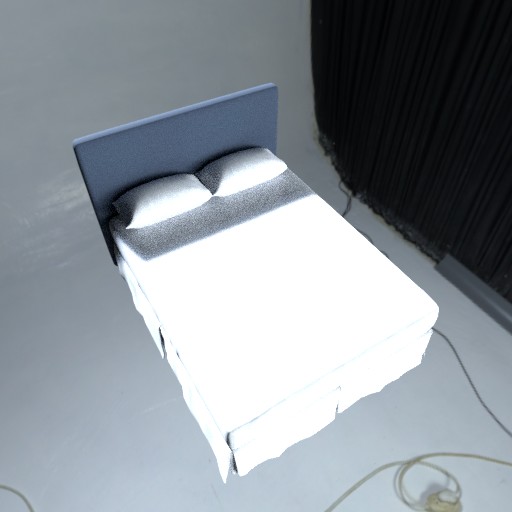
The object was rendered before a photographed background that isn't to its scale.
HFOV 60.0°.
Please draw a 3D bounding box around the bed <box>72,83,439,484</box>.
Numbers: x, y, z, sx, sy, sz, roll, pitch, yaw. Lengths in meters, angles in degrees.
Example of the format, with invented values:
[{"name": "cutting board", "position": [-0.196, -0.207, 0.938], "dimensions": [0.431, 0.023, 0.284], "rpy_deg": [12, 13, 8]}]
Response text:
[{"name": "bed", "position": [0.000, 0.000, 3.173], "dimensions": [1.713, 1.330, 2.162], "rpy_deg": [-24, 52, -21]}]
